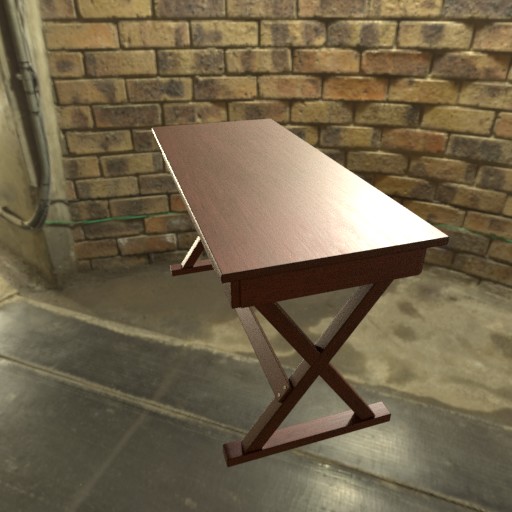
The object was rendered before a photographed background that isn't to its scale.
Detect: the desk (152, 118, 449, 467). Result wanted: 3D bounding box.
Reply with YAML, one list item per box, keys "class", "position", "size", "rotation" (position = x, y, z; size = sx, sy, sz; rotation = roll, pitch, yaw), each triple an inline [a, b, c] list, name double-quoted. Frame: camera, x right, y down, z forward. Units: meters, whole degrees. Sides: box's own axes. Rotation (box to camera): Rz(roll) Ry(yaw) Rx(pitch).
- class: "desk"
  position: [0.000, 0.000, 1.805]
  size: [0.600, 0.761, 1.372]
  rotation: [-9, 31, -15]
